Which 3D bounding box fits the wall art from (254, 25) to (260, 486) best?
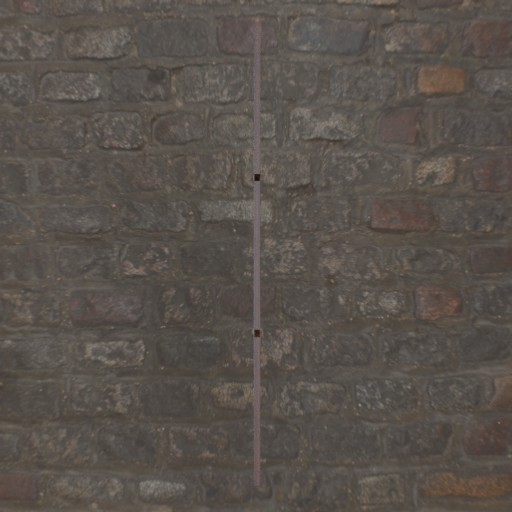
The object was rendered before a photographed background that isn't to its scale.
[{"bbox_3d":[0.000,0.000,1.830,0.017,1.246,1.256,0,90,0],"label":"wall art"}]
